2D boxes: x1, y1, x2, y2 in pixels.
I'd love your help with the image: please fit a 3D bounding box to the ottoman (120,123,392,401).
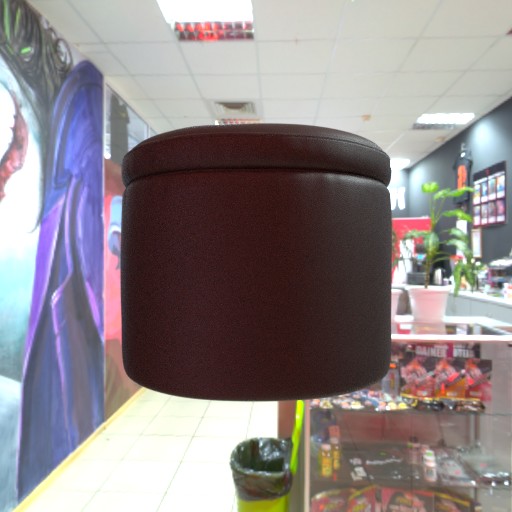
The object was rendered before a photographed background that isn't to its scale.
[{"bbox_3d":[0.000,0.000,0.852,0.500,0.409,0.500,0,0,0],"label":"ottoman"}]
